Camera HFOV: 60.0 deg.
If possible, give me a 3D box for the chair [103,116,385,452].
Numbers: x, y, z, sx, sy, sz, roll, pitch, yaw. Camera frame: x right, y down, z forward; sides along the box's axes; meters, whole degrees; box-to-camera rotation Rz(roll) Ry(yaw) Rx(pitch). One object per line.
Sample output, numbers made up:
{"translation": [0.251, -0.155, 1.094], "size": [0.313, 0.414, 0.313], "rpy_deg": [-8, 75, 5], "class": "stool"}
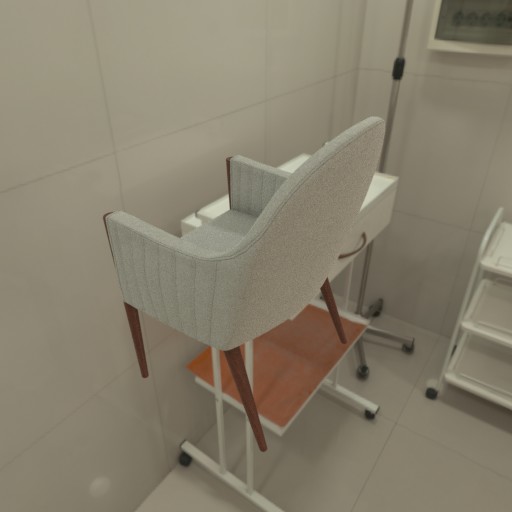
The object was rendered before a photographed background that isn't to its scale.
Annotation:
{"translation": [0.000, 0.000, 1.330], "size": [0.620, 0.889, 0.610], "rpy_deg": [20, 37, 29], "class": "chair"}
